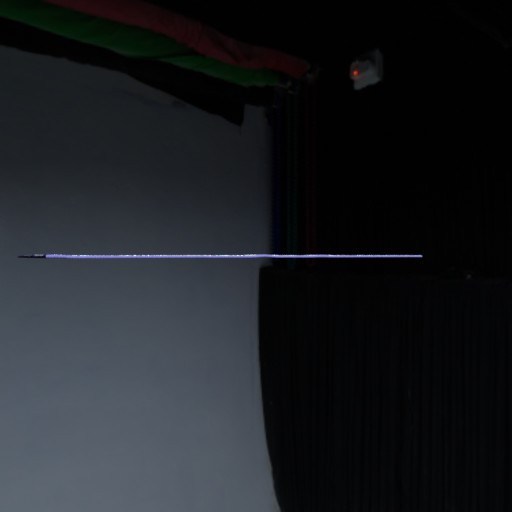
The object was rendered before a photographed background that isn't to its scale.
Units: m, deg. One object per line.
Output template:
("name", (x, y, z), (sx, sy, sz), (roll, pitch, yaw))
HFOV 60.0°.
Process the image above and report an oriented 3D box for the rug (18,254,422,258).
("rug", (0.000, 0.000, 2.474), (2.283, 0.016, 0.602), (0, 0, -37))
